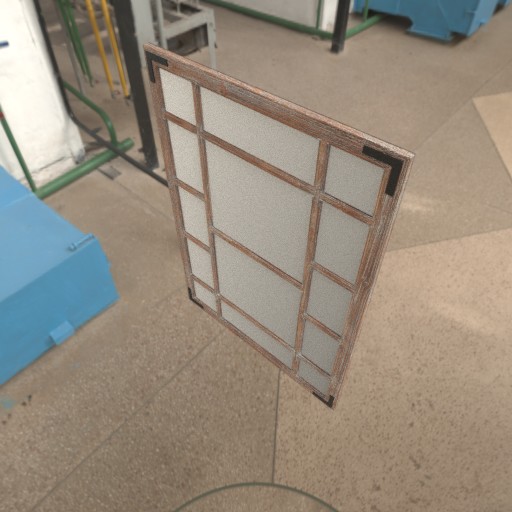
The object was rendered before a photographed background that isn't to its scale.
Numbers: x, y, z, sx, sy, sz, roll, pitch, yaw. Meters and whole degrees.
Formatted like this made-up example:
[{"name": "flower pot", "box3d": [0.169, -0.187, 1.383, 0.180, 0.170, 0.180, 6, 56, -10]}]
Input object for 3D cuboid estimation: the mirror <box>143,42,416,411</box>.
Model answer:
[{"name": "mirror", "box3d": [0.000, 0.000, 1.267, 0.705, 0.996, 0.025, 33, 55, 27]}]
